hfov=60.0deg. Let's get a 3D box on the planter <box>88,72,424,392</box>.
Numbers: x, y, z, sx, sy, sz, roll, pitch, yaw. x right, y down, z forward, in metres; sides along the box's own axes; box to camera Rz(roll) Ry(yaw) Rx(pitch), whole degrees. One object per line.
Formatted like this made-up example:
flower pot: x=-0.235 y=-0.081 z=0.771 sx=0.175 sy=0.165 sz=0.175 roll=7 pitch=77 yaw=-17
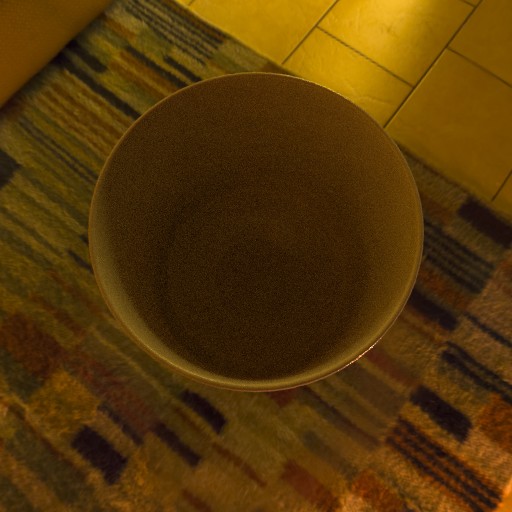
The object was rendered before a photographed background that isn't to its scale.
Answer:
planter: x=0.000 y=0.000 z=0.446 sx=0.250 sy=0.239 sz=0.250 roll=0 pitch=76 yaw=0
